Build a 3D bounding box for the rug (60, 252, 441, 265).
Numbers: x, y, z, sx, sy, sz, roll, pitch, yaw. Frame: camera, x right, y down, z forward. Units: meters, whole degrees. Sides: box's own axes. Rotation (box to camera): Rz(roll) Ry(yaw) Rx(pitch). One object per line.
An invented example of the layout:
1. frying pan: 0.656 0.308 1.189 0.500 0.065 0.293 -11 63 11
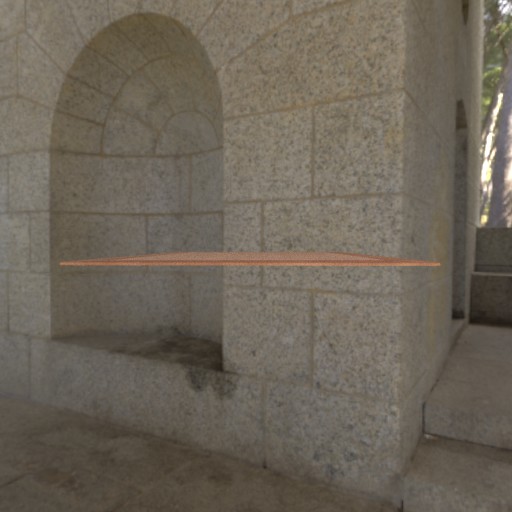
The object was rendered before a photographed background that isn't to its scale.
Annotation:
1. rug: 0.000 0.000 2.984 1.524 0.014 2.438 0 1 2
